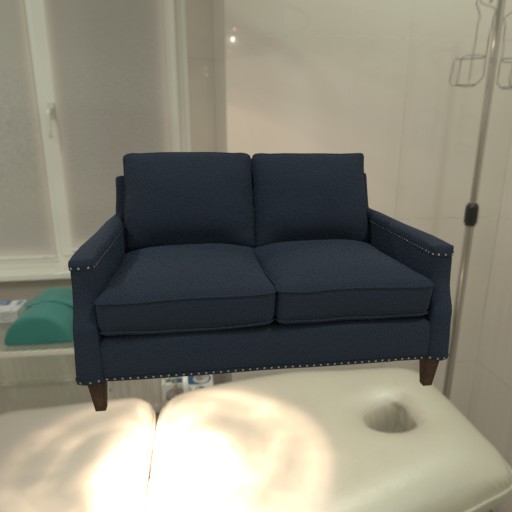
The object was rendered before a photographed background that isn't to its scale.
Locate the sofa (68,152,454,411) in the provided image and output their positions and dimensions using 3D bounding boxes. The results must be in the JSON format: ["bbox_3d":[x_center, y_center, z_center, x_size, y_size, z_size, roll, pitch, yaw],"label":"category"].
[{"bbox_3d":[0.000,0.000,2.258,1.597,1.003,1.084,-2,16,-7],"label":"sofa"}]
